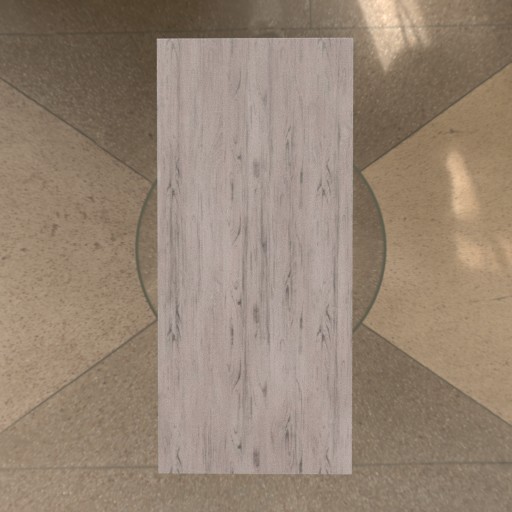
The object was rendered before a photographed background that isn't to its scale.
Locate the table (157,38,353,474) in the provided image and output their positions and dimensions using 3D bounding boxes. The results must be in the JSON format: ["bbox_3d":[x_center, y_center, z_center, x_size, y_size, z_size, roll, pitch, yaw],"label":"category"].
[{"bbox_3d":[0.000,0.000,2.258,0.795,0.899,1.778,0,91,1],"label":"table"}]
